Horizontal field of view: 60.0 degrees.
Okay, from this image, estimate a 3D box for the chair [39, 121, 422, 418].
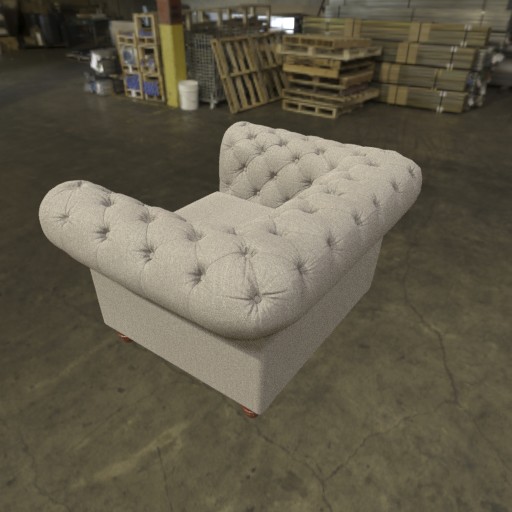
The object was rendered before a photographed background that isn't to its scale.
[{"bbox_3d":[0.000,0.000,1.851,0.976,0.770,1.270,21,37,30],"label":"chair"}]
